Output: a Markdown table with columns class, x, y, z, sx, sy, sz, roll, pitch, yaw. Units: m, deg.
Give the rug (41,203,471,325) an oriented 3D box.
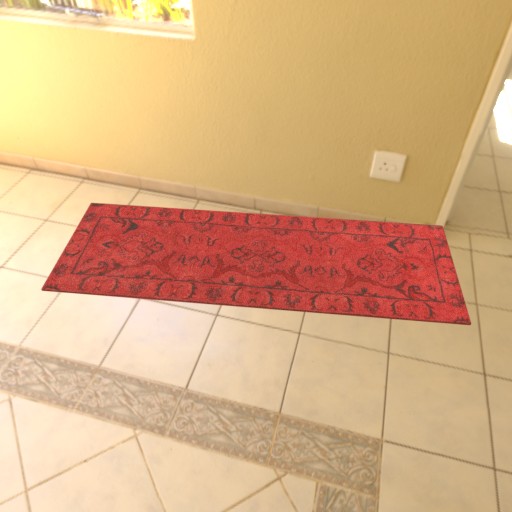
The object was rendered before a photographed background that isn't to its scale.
| class | x | y | z | sx | sy | sz | roll | pitch | yaw |
| --- | --- | --- | --- | --- | --- | --- | --- | --- | --- |
| rug | 0.000 | 0.000 | 2.781 | 2.439 | 0.018 | 0.813 | 4 | 46 | 4 |
